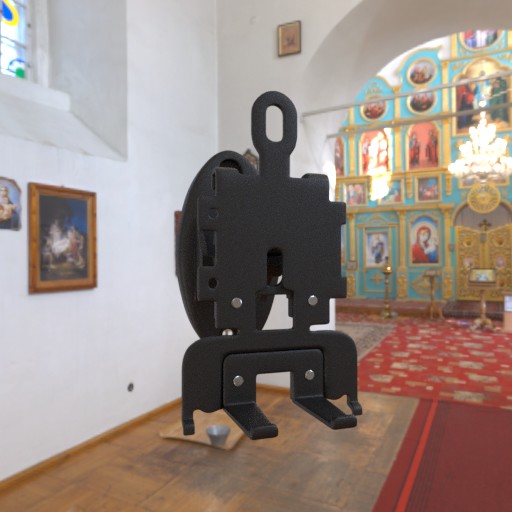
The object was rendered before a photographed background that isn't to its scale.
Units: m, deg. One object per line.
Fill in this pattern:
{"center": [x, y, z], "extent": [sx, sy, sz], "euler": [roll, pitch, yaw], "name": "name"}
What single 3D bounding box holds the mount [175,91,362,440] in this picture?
{"center": [0.000, 0.000, 0.180], "extent": [0.066, 0.118, 0.100], "euler": [0, -1, -18], "name": "mount"}
